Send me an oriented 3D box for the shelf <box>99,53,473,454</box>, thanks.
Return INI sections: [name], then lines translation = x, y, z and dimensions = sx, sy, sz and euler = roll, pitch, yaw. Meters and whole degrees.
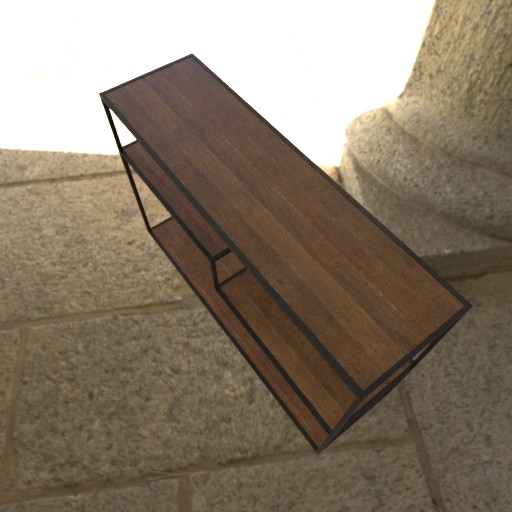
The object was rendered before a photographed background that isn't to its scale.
[shelf]
translation = 0.000, 0.000, 1.542
dimensions = 0.361, 0.765, 1.201
euler = -33, 64, -18
